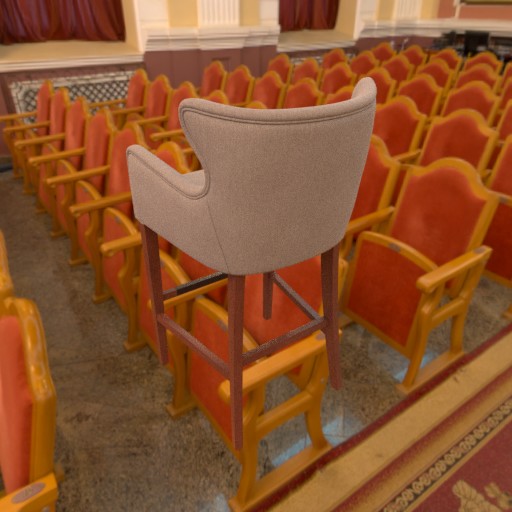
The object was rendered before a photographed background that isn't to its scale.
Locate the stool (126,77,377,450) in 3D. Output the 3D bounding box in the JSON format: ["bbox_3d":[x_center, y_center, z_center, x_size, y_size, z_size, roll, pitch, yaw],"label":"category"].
[{"bbox_3d":[0.000,0.000,1.399,0.575,1.047,0.575,-19,35,-30],"label":"stool"}]
